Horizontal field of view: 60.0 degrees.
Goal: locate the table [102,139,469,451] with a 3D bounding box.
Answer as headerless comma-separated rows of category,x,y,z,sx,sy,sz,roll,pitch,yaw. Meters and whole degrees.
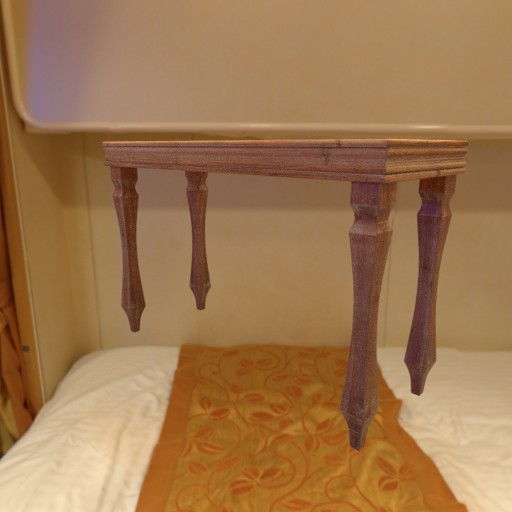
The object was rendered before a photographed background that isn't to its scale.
table,0.000,0.000,1.743,1.330,0.873,0.522,13,19,42
